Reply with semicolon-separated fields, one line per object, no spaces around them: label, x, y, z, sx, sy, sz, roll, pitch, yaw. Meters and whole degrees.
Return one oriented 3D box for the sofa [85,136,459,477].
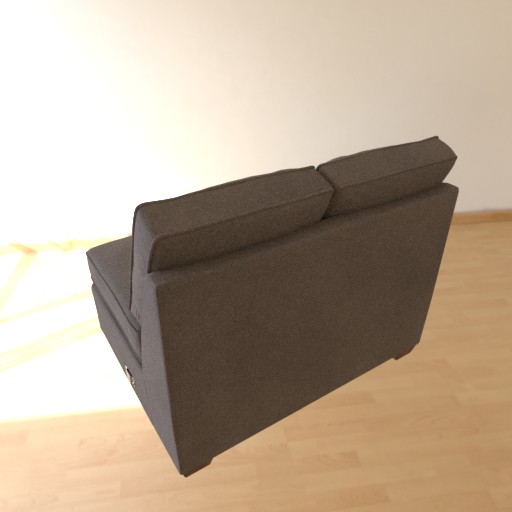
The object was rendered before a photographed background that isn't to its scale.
sofa;0.000;0.000;1.887;1.237;1.008;0.951;-18;35;-28
